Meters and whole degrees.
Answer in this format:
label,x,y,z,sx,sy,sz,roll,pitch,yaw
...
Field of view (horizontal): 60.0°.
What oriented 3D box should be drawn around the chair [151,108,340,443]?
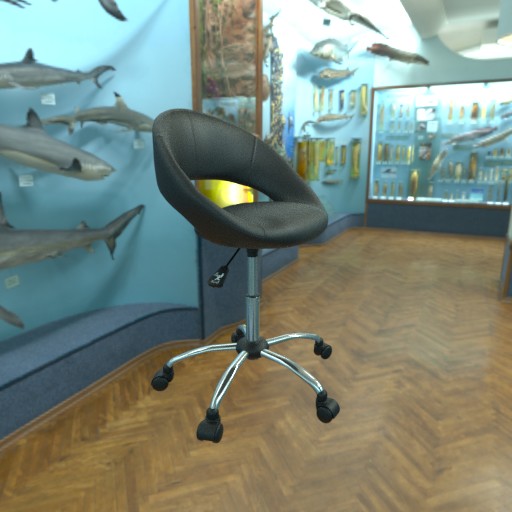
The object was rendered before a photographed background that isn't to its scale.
label,x,y,z,sx,sy,sz,roll,pitch,yaw
chair,0.000,0.000,1.224,0.538,0.791,0.612,7,15,27
